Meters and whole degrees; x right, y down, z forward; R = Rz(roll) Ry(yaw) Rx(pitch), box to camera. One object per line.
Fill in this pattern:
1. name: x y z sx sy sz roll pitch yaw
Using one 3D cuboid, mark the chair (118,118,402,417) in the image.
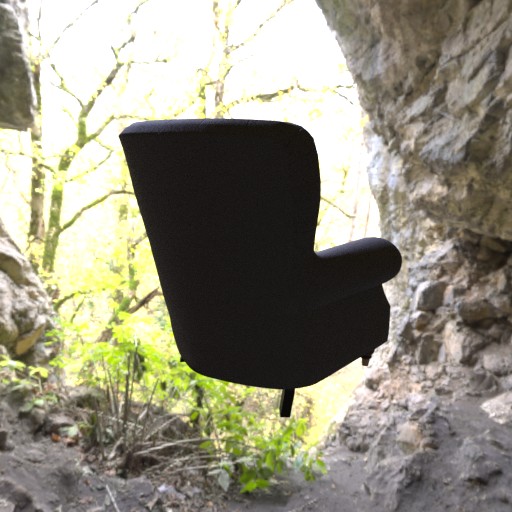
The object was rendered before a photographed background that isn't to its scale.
1. chair: 0.000 0.000 1.825 0.983 1.046 0.983 14 20 42
